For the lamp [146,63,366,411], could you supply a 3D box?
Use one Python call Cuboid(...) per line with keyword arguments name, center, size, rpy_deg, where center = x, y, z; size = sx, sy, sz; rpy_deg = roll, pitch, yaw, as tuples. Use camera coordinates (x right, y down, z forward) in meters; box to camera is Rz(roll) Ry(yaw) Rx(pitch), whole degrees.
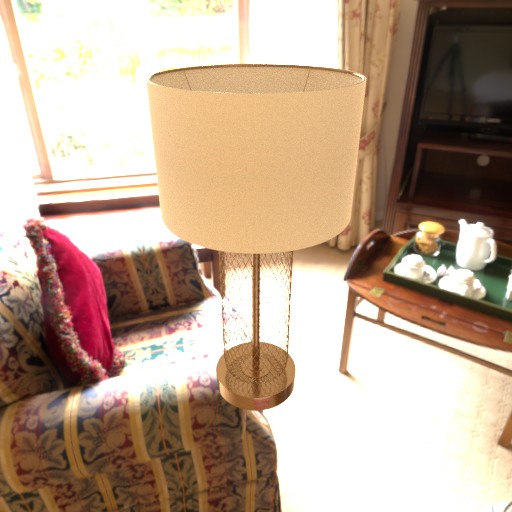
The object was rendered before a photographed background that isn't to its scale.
Cuboid(name="lamp", center=(0.000, 0.000, 0.635), size=(0.252, 0.483, 0.252), rpy_deg=(21, 35, 32))
